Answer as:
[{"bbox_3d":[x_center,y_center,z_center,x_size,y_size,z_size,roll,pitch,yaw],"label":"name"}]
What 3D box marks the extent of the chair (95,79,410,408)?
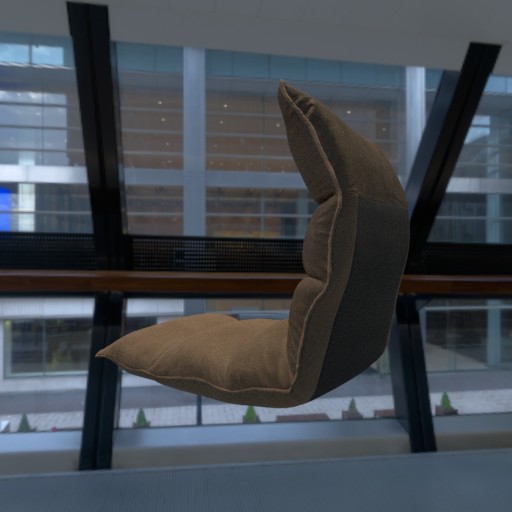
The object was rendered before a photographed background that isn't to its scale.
[{"bbox_3d":[0.000,0.000,1.599,0.985,0.892,0.714,0,0,36],"label":"chair"}]
